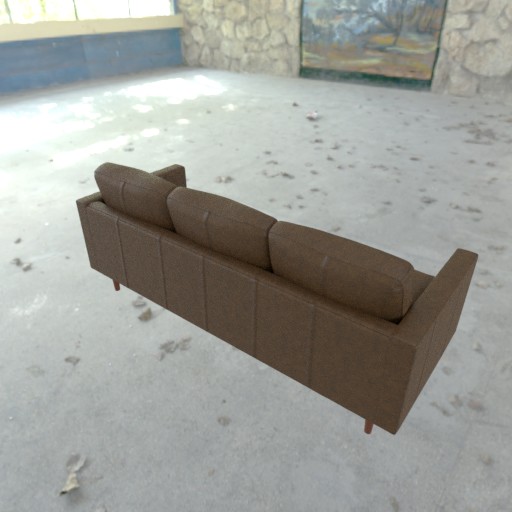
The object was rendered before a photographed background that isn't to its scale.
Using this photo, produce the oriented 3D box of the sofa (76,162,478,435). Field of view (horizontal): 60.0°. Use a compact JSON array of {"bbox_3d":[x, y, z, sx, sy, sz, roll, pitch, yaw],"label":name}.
[{"bbox_3d":[0.000,0.000,2.667,2.231,0.930,0.903,22,37,32],"label":"sofa"}]
